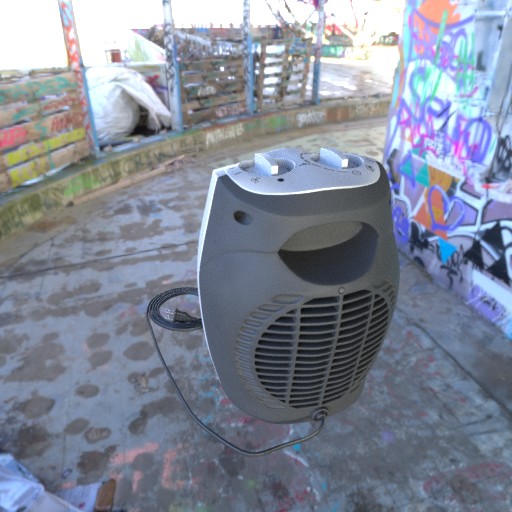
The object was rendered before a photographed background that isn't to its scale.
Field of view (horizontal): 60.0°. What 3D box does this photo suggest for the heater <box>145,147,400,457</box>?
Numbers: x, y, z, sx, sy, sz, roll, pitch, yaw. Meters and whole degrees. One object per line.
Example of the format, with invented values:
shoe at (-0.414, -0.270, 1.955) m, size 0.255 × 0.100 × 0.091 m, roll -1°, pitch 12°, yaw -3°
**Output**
heater at (0.000, 0.000, 0.465) m, size 0.239 × 0.240 × 0.291 m, roll -8°, pitch 29°, yaw -15°
